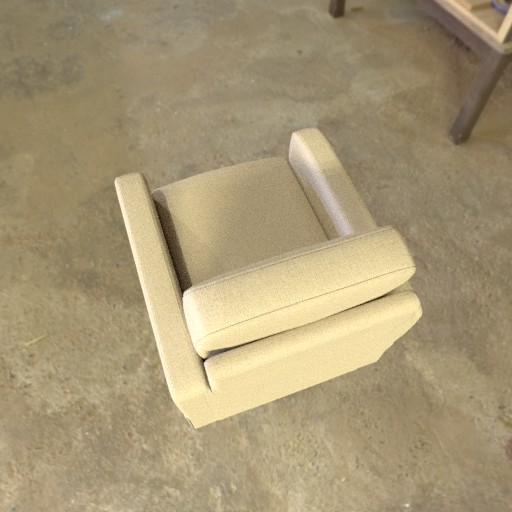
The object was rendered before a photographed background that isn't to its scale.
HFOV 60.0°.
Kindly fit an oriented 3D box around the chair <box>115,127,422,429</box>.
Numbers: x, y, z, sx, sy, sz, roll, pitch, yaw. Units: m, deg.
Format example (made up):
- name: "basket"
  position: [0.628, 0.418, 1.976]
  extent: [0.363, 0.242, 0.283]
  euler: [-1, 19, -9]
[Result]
- name: "chair"
  position: [0.000, 0.000, 1.489]
  extent: [0.755, 0.827, 0.888]
  euler: [-17, 59, -11]
